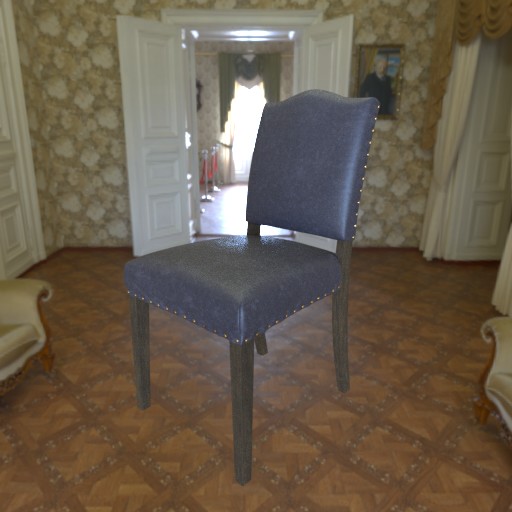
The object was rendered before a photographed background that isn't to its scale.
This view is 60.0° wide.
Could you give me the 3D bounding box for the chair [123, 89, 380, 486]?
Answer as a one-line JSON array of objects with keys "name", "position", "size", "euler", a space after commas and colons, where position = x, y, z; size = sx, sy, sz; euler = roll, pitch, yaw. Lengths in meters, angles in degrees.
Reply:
[{"name": "chair", "position": [0.000, 0.000, 1.357], "size": [0.500, 0.991, 0.633], "euler": [15, 21, 41]}]
